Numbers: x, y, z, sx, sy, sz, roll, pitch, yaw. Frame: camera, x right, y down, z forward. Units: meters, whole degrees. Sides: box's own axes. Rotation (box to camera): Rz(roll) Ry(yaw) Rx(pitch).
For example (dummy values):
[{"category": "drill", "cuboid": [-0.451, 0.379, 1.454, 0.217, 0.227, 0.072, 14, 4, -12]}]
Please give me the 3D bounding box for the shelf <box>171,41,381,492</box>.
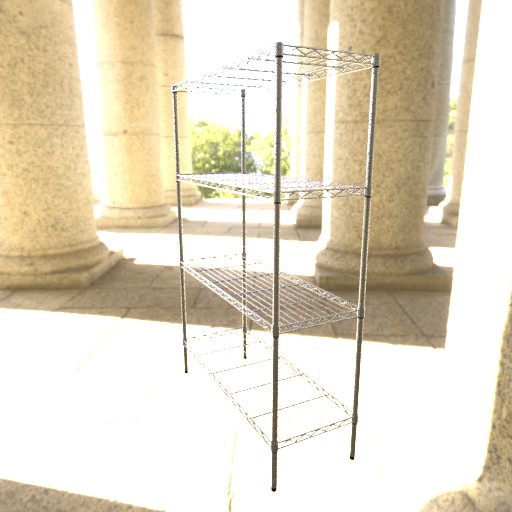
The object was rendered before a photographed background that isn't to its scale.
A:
[{"category": "shelf", "cuboid": [0.000, 0.000, 1.752, 0.352, 1.360, 0.907, -7, 16, -27]}]
